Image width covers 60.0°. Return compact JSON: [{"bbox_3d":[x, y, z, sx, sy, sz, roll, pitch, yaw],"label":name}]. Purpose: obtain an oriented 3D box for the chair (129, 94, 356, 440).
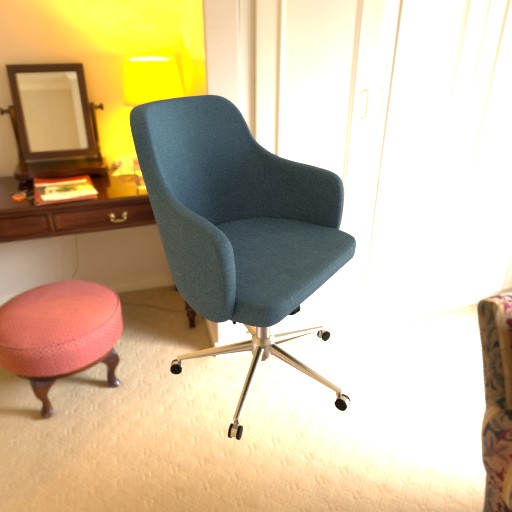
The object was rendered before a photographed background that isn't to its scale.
[{"bbox_3d":[0.000,0.000,1.279,0.655,0.820,0.599,18,32,31],"label":"chair"}]
